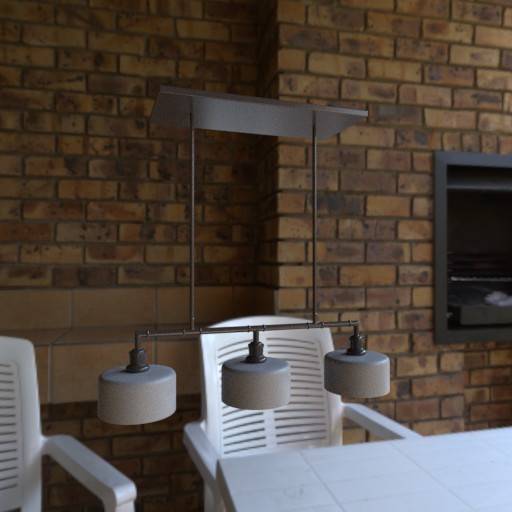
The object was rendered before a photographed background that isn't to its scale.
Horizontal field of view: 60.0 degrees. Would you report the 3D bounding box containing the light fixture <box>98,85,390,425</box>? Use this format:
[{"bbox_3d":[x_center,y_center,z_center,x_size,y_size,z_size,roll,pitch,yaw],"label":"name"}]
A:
[{"bbox_3d":[0.000,0.000,0.868,0.582,0.557,0.177,0,-1,-19],"label":"light fixture"}]
